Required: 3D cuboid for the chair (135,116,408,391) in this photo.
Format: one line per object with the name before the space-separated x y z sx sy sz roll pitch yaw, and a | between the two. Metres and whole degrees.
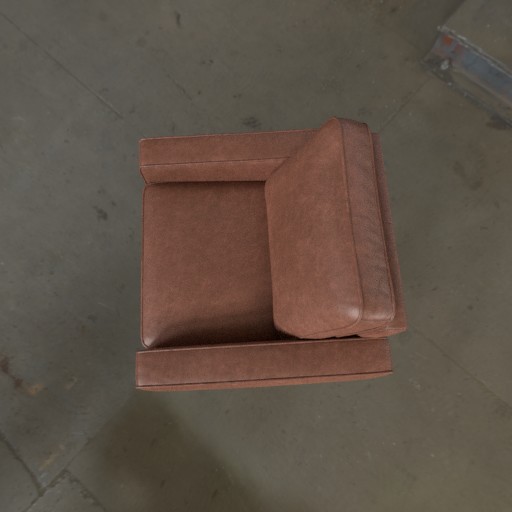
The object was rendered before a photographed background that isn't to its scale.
chair | 0.000 0.000 1.791 0.940 0.919 1.017 -3 74 -1
